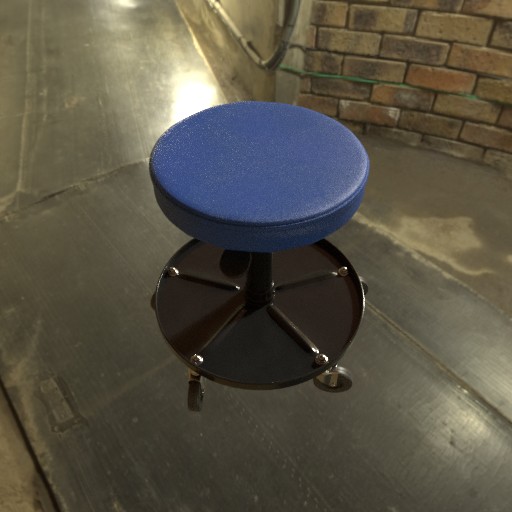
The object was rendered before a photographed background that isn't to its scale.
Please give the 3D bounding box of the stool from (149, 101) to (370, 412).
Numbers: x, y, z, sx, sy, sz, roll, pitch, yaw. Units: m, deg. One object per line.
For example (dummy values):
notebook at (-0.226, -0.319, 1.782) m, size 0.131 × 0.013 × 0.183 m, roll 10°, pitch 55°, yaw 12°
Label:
stool at (0.000, 0.000, 0.676) m, size 0.381 × 0.365 × 0.382 m, roll 10°, pitch 47°, yaw 9°
